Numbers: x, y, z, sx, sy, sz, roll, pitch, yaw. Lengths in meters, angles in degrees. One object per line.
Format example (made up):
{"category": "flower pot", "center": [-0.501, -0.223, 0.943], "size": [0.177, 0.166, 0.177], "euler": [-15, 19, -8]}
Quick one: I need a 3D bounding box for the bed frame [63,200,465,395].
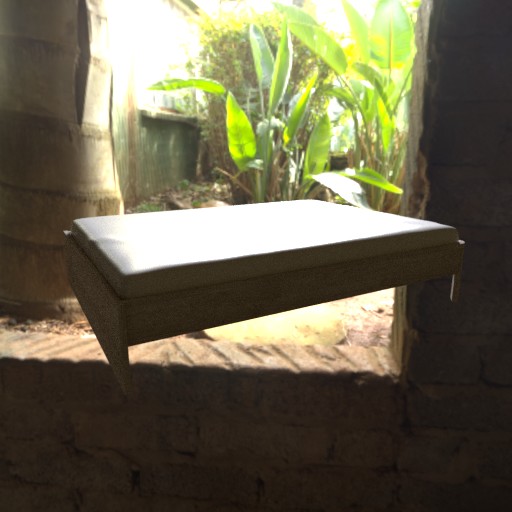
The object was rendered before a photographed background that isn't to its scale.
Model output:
{"category": "bed frame", "center": [0.000, 0.000, 2.664], "size": [1.950, 0.462, 1.490], "euler": [-8, 17, -28]}
